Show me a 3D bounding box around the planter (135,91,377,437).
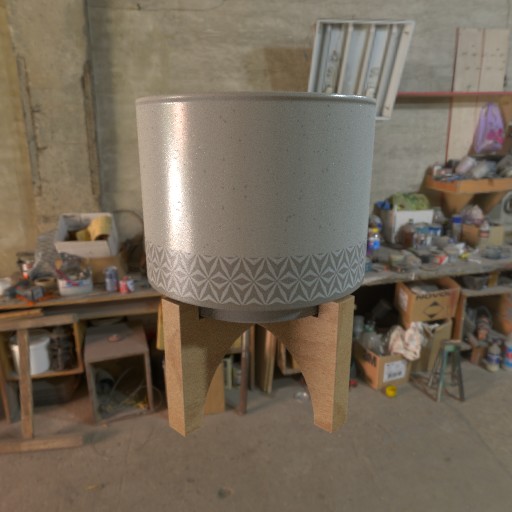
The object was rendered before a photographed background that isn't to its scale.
[{"bbox_3d":[0.000,0.000,0.270,0.130,0.178,0.130,0,16,0],"label":"planter"}]
